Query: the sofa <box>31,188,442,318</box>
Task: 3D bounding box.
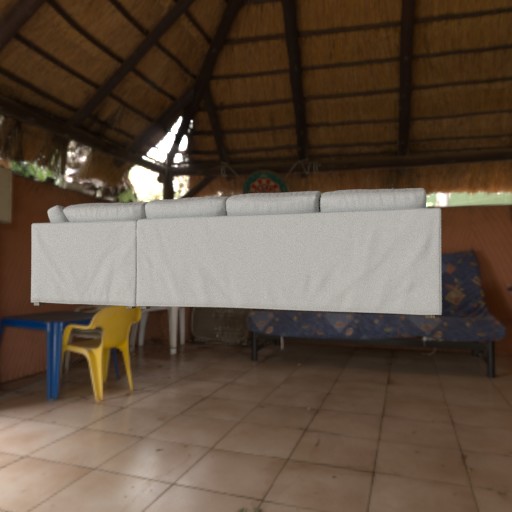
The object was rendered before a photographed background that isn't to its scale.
[{"bbox_3d":[0.000,0.000,4.343,3.182,0.871,2.432,0,-2,18],"label":"sofa"}]
